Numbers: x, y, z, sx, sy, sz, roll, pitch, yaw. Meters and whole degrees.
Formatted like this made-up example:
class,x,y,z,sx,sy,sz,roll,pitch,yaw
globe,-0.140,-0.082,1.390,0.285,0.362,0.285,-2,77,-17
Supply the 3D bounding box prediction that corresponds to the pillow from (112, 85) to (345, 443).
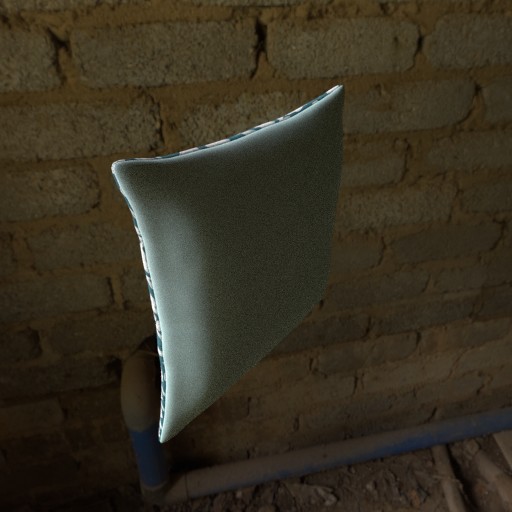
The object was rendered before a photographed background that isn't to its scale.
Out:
class,x,y,z,sx,sy,sz,roll,pitch,yaw
pillow,0.000,0.000,0.798,0.166,0.508,0.525,23,39,31
